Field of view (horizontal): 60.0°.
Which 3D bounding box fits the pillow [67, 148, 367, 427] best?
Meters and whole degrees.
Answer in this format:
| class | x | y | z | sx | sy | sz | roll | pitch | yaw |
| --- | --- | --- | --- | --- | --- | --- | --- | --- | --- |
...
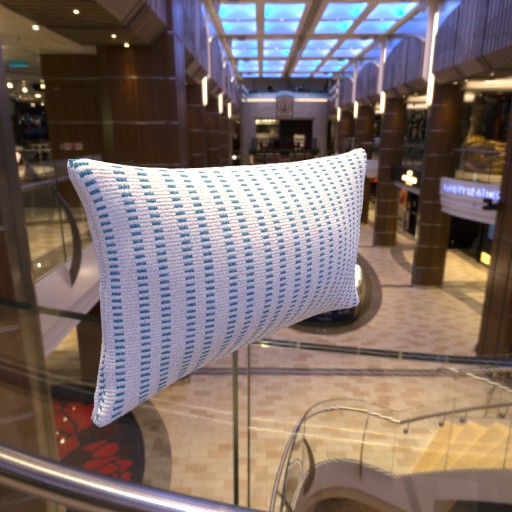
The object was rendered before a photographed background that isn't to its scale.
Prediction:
| class | x | y | z | sx | sy | sz | roll | pitch | yaw |
| --- | --- | --- | --- | --- | --- | --- | --- | --- | --- |
| pillow | 0.000 | 0.000 | 0.771 | 0.210 | 0.353 | 0.640 | 15 | 21 | 43 |
